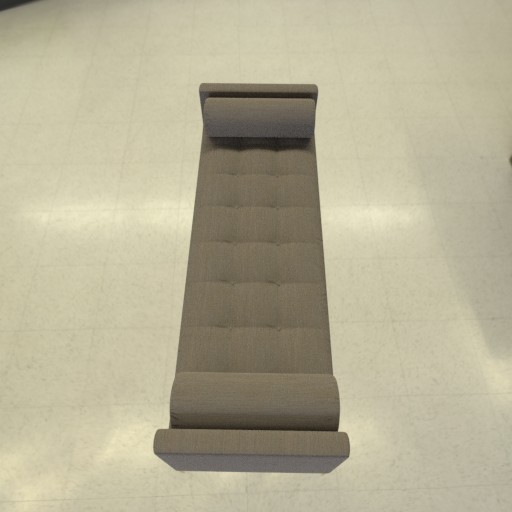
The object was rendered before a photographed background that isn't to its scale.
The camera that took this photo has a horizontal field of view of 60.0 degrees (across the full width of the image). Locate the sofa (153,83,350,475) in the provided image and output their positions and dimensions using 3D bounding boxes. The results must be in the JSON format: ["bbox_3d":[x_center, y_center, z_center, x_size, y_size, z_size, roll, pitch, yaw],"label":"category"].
[{"bbox_3d":[0.000,0.000,2.288,0.686,0.635,1.981,1,58,0],"label":"sofa"}]
